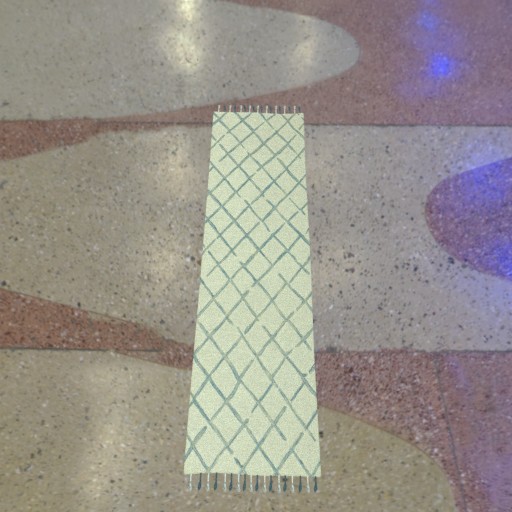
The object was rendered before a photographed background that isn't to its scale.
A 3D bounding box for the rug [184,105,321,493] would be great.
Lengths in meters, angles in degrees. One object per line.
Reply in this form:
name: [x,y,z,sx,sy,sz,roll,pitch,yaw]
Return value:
rug: [0.000,0.000,2.521,0.620,0.008,2.372,1,62,0]
